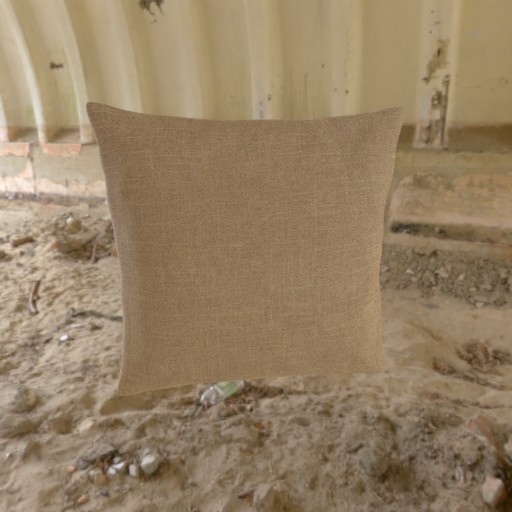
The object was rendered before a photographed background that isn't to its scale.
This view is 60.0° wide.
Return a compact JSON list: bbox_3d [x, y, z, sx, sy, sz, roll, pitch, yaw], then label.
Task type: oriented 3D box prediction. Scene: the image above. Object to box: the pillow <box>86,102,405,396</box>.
[{"bbox_3d":[0.000,0.000,0.779,0.523,0.506,0.166,-2,15,-9],"label":"pillow"}]
